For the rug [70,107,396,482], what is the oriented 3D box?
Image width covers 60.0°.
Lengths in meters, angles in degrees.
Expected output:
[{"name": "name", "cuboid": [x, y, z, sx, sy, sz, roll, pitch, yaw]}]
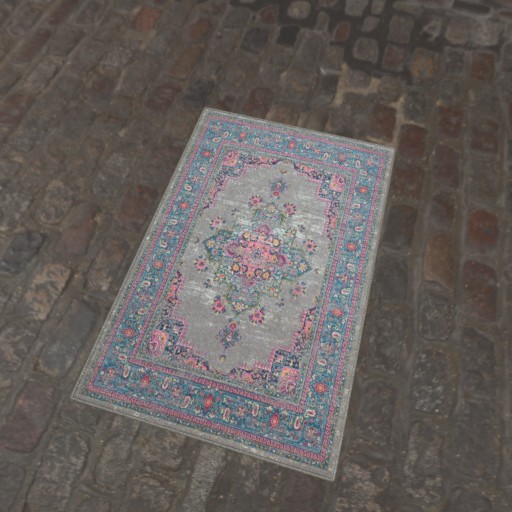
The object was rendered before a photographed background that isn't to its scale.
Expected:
[{"name": "rug", "cuboid": [0.000, 0.000, 2.189, 1.144, 0.014, 1.748, 14, 64, 7]}]
